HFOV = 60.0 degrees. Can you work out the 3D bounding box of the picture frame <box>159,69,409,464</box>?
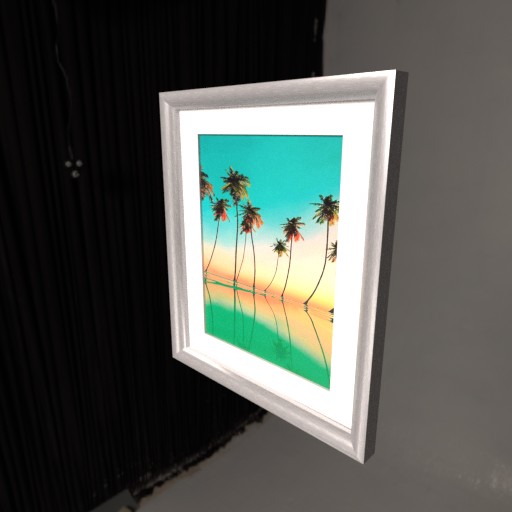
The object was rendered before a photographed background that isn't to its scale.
[{"bbox_3d":[0.000,0.000,0.522,0.327,0.378,0.027,15,21,42],"label":"picture frame"}]
